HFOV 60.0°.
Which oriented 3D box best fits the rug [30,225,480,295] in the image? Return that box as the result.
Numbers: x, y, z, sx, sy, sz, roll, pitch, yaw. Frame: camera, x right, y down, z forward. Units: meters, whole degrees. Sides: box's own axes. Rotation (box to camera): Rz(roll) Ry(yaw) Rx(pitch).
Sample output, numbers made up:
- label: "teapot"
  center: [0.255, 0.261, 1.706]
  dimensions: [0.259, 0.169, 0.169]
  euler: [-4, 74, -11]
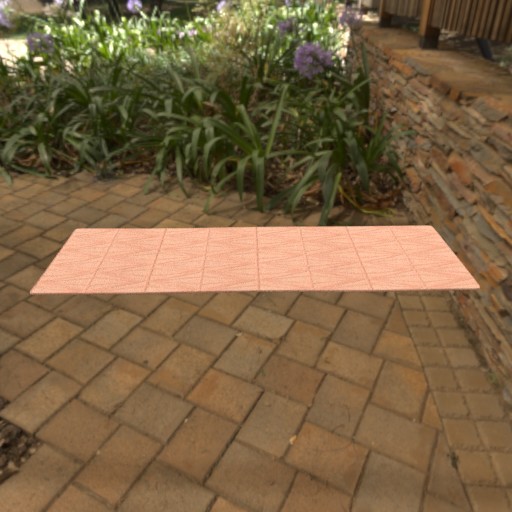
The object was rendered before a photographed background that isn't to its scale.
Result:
- label: "rug"
  center: [0.000, 0.000, 2.699]
  dimensions: [2.435, 0.015, 0.760]
  euler: [-1, 31, -1]
